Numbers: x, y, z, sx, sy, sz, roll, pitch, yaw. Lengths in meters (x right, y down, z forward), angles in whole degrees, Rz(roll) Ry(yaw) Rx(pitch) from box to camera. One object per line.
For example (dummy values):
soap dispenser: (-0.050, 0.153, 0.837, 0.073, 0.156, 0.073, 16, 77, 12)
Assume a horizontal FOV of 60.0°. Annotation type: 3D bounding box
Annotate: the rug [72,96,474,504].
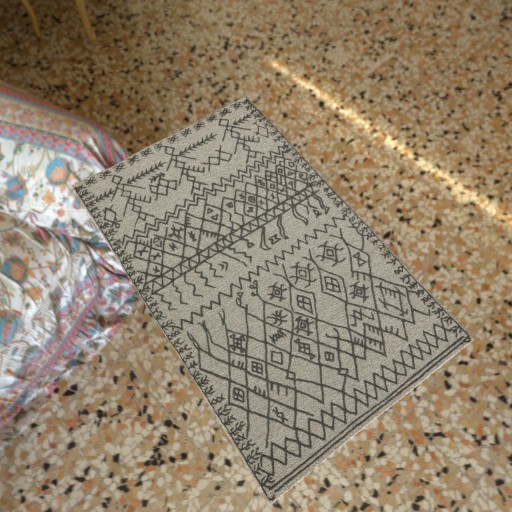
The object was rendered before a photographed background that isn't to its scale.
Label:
rug: (0.000, 0.000, 4.597, 2.393, 0.019, 3.824, -32, 68, -15)
